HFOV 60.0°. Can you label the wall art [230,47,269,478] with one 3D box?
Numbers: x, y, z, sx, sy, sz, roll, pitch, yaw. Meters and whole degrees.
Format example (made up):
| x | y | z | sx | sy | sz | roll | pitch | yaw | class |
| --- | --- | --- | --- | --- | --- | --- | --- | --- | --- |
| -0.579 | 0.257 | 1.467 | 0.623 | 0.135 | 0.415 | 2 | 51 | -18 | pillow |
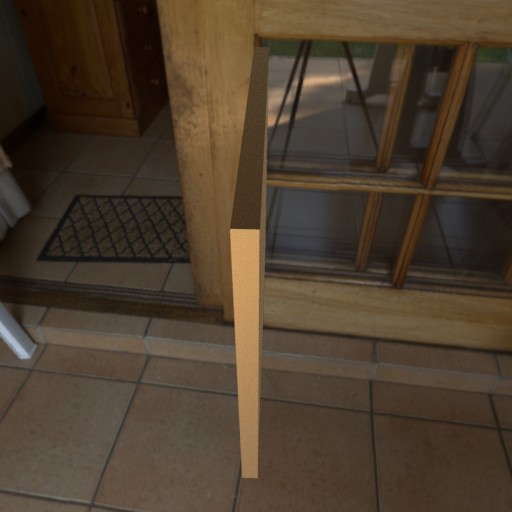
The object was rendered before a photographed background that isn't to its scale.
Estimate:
| x | y | z | sx | sy | sz | roll | pitch | yaw | class |
| --- | --- | --- | --- | --- | --- | --- | --- | --- | --- |
| 0.000 | 0.000 | 1.107 | 0.038 | 0.762 | 0.762 | 1 | 41 | 2 | wall art |
